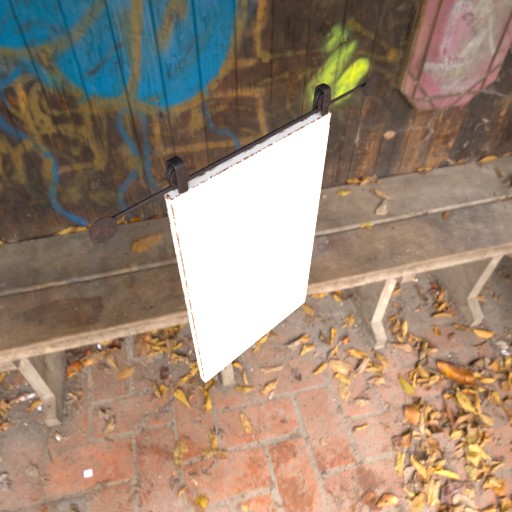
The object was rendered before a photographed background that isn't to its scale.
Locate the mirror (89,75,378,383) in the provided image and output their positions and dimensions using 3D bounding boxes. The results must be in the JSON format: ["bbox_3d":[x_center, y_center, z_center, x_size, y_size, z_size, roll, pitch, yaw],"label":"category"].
[{"bbox_3d":[0.000,0.000,1.223,0.808,0.844,0.037,-35,57,-27],"label":"mirror"}]
